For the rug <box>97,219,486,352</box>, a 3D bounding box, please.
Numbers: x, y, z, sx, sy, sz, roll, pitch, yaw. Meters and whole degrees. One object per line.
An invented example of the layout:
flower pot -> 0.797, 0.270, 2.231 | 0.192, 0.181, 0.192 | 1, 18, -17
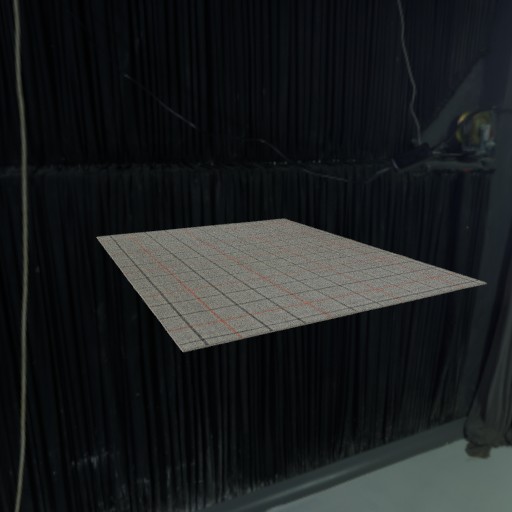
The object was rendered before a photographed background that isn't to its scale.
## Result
rug -> 0.000, 0.000, 4.188 | 2.444, 0.012, 3.048 | -8, 17, -26
